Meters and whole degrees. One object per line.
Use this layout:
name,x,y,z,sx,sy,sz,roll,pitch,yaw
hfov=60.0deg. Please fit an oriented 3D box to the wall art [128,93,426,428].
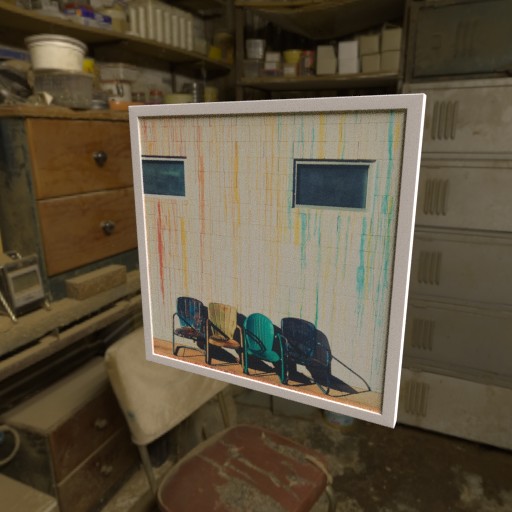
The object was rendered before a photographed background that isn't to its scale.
wall art,0.000,0.000,1.151,0.760,0.760,0.036,7,16,26
